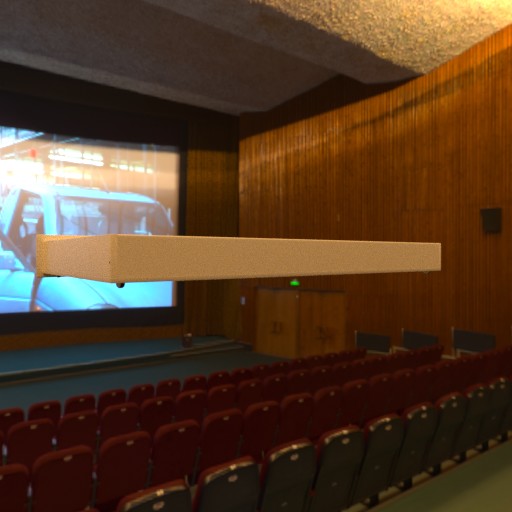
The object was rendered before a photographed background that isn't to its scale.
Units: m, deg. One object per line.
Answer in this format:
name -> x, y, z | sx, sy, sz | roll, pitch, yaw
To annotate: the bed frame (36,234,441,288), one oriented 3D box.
bed frame -> 0.000, 0.000, 1.576 | 1.300, 0.141, 0.670 | 0, 0, -37
